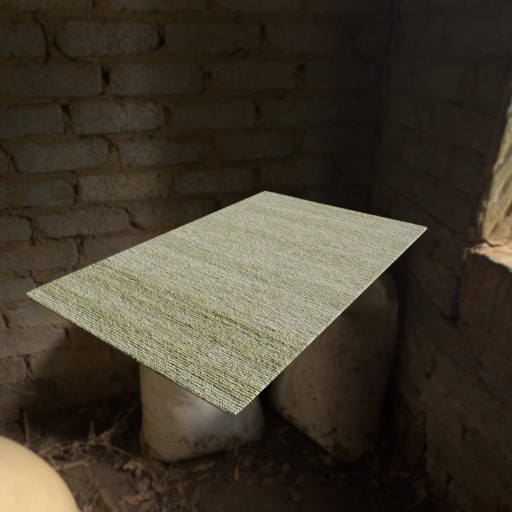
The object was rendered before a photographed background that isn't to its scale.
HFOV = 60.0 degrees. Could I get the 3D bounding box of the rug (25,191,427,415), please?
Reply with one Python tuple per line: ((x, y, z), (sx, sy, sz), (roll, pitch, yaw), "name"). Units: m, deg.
((0.000, 0.000, 2.195), (1.143, 0.010, 1.758), (18, 31, 32), "rug")
